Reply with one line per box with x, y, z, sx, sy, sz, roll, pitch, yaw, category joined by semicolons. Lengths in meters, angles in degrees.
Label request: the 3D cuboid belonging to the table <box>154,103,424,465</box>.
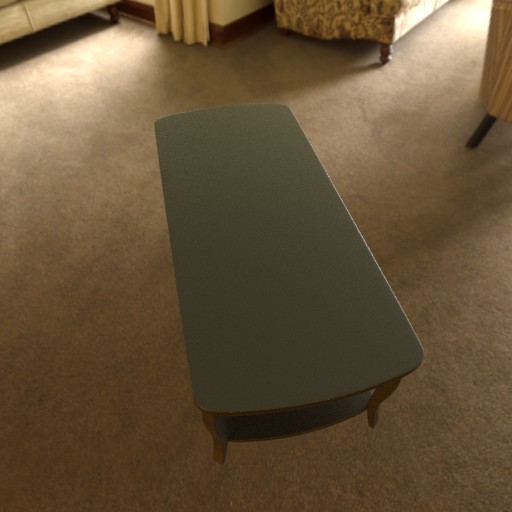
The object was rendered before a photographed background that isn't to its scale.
0.000;0.000;1.597;0.571;0.457;1.333;-10;48;-9;table
